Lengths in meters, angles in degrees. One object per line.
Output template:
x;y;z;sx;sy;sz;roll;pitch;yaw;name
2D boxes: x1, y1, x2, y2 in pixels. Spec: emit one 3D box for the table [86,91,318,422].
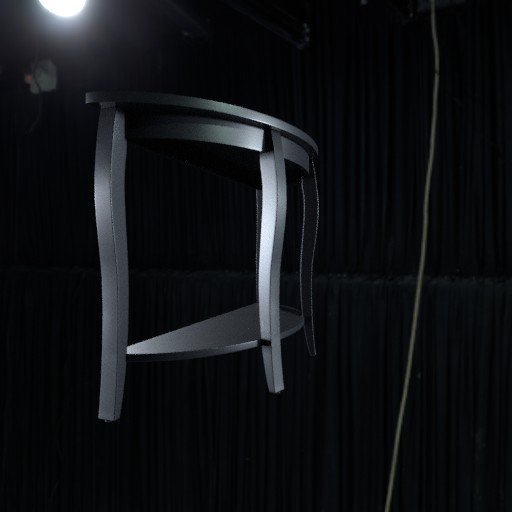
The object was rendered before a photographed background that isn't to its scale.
0.000;0.000;1.542;0.394;0.780;1.219;0;1;20;table
